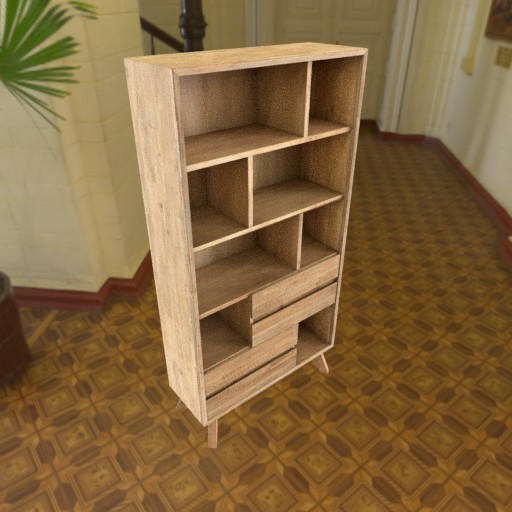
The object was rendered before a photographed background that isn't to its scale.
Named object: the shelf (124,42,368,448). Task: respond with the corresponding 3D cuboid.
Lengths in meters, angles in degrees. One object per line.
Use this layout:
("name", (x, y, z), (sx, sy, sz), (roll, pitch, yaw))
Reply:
("shelf", (0.000, 0.000, 1.754), (0.748, 1.471, 0.308), (-22, 37, -33))
